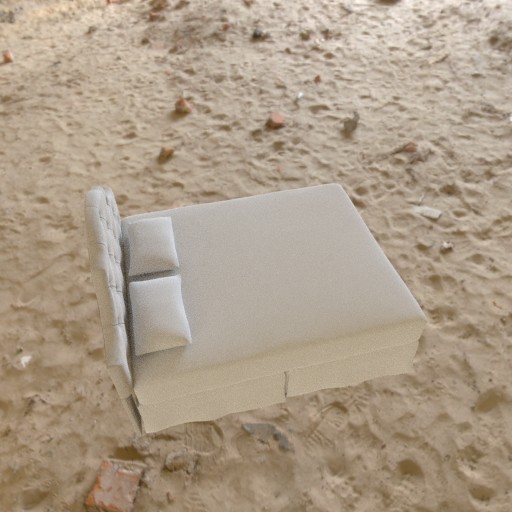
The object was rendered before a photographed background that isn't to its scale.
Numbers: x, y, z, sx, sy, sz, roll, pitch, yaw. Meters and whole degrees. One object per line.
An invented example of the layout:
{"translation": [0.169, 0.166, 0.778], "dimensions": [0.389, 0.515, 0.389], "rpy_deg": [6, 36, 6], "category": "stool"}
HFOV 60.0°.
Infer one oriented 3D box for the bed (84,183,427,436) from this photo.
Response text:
{"translation": [0.000, 0.000, 3.881], "dimensions": [2.477, 1.617, 2.039], "rpy_deg": [-11, 47, -10], "category": "bed"}
